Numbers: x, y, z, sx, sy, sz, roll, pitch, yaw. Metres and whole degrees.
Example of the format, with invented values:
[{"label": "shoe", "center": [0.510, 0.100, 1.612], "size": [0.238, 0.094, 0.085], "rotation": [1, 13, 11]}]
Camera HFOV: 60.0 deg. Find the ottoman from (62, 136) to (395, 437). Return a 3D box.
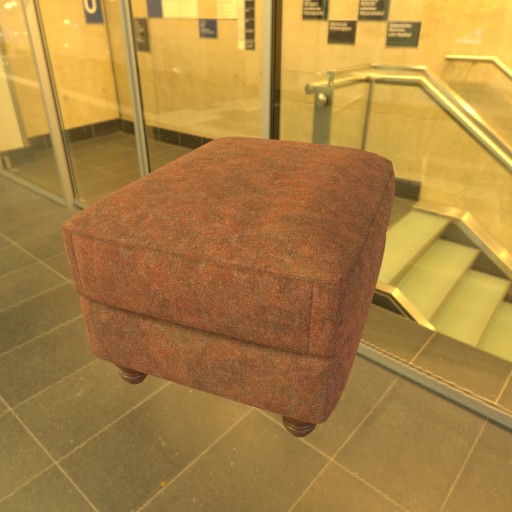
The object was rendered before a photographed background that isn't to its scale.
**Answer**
[{"label": "ottoman", "center": [0.000, 0.000, 1.186], "size": [0.635, 0.508, 0.787], "rotation": [11, 30, 19]}]
